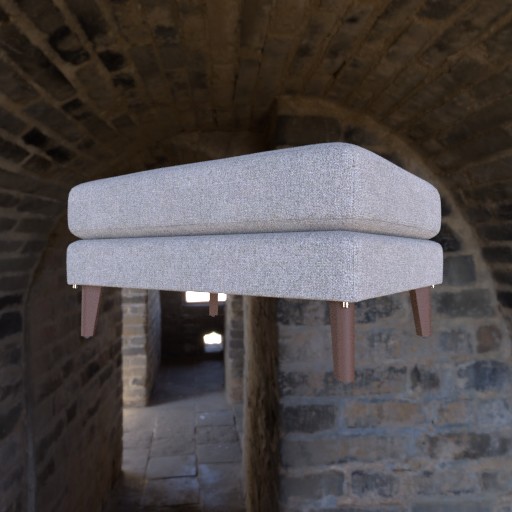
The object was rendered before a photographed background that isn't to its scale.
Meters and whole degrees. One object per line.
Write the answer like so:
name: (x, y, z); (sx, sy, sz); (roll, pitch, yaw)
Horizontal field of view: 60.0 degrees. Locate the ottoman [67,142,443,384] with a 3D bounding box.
ottoman: (0.000, 0.000, 1.184); (0.821, 0.441, 0.611); (0, 0, 35)
